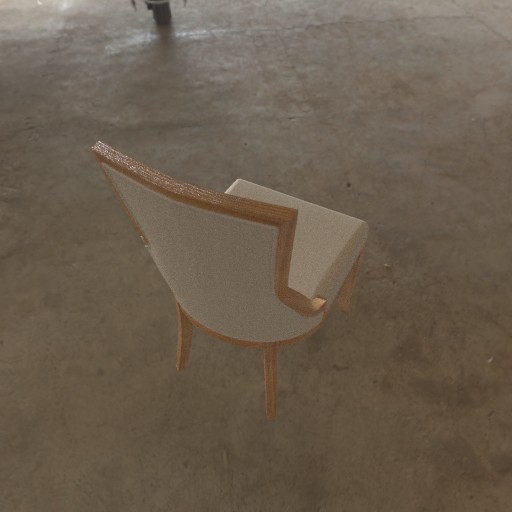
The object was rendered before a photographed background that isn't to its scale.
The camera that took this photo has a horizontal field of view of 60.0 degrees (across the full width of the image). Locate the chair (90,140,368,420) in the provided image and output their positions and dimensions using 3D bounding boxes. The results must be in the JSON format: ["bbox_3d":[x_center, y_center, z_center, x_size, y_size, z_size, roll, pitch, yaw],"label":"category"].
[{"bbox_3d":[0.000,0.000,1.343,0.524,0.947,0.641,22,50,19],"label":"chair"}]
